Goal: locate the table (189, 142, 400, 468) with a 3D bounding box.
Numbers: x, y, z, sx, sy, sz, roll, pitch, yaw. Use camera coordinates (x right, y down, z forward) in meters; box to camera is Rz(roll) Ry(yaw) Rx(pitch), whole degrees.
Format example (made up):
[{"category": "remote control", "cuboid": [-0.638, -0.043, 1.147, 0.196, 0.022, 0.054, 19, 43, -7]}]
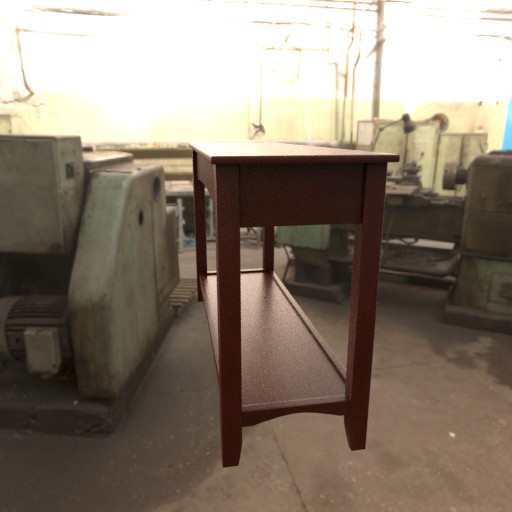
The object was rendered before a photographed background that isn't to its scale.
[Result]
[{"category": "table", "cuboid": [0.000, 0.000, 1.540, 0.392, 0.739, 1.188, -3, 16, -10]}]
